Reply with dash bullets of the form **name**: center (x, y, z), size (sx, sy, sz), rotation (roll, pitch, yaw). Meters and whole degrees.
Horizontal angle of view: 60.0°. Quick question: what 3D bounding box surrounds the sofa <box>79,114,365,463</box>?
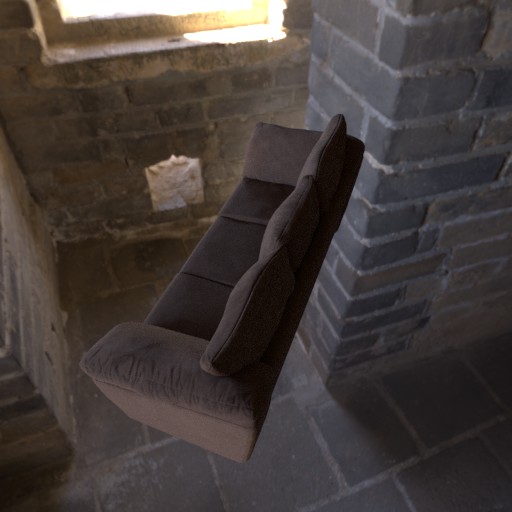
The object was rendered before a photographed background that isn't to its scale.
- **sofa**: center (0.000, 0.000, 2.823), size (0.878, 1.015, 2.336), rotation (16, 48, 15)
